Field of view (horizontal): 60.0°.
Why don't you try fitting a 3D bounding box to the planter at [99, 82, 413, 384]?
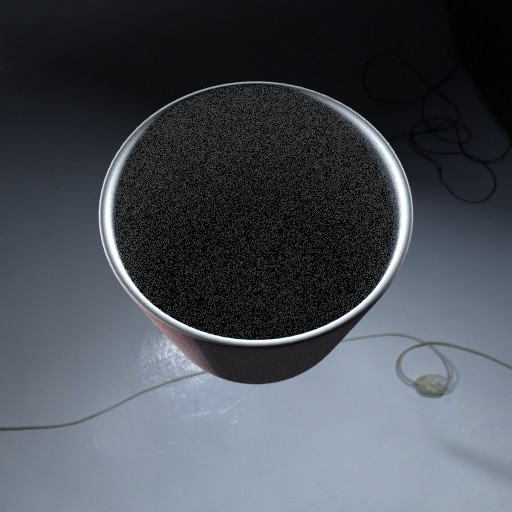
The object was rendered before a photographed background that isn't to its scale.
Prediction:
[{"bbox_3d":[0.000,0.000,0.805,0.440,0.398,0.440,0,64,0],"label":"planter"}]
